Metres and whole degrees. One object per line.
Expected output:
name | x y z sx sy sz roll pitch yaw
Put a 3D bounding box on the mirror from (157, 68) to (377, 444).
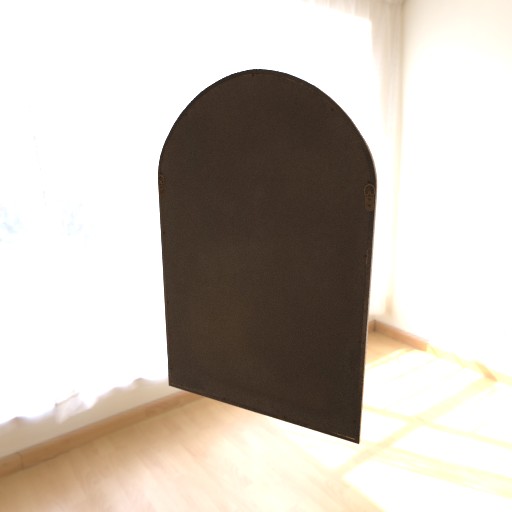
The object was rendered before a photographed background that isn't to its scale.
mirror | 0.000 0.000 1.167 0.609 0.915 0.032 7 16 27
